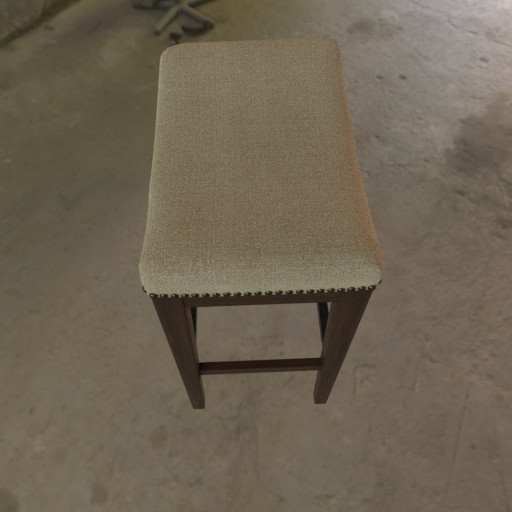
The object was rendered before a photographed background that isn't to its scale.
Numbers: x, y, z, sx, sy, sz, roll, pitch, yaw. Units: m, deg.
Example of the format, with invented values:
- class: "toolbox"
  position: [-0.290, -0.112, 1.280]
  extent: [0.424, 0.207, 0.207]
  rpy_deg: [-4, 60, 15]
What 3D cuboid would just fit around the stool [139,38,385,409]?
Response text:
- class: "stool"
  position: [0.000, 0.000, 1.009]
  extent: [0.363, 0.768, 0.509]
  rpy_deg: [-2, 60, -1]
